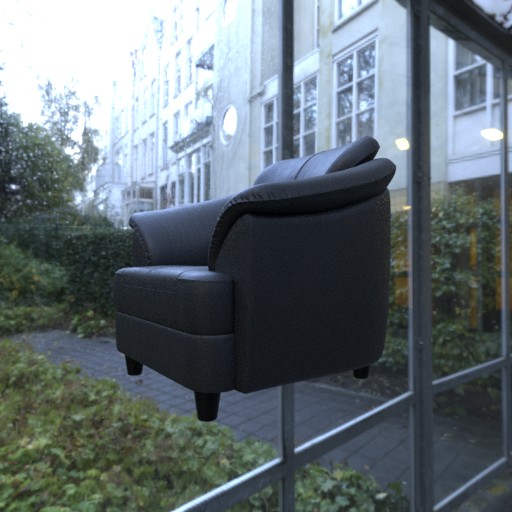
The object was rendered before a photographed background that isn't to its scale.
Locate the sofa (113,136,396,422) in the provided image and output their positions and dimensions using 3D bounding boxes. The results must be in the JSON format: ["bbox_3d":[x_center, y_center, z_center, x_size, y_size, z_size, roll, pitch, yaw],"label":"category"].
[{"bbox_3d":[0.000,0.000,1.500,0.794,0.811,0.870,0,0,-35],"label":"sofa"}]
